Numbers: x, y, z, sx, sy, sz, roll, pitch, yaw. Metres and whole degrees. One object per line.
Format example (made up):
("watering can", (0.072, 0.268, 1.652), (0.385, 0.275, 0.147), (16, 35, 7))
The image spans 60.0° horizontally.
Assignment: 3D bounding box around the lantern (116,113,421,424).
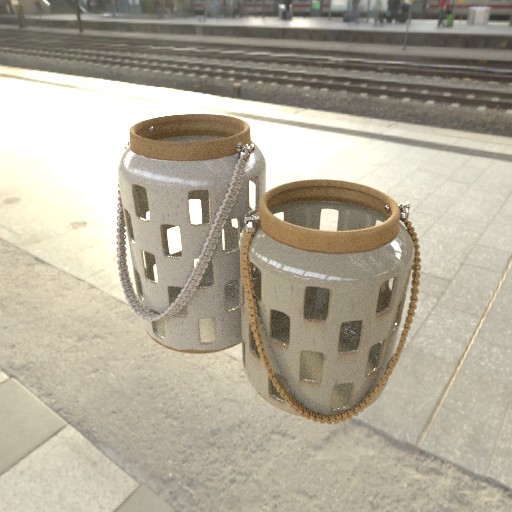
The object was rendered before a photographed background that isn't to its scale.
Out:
("lantern", (0.000, 0.000, 0.488), (0.347, 0.255, 0.184), (19, 35, 29))
